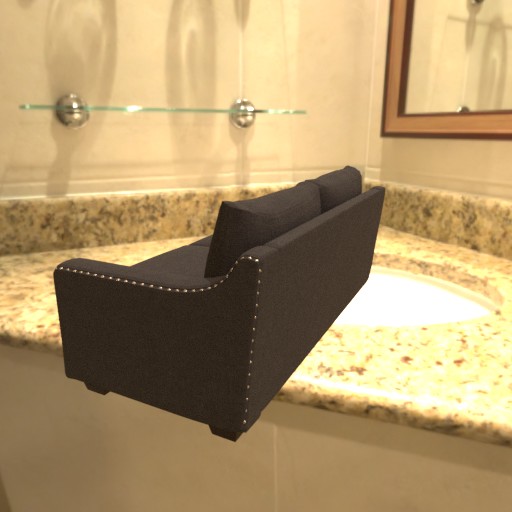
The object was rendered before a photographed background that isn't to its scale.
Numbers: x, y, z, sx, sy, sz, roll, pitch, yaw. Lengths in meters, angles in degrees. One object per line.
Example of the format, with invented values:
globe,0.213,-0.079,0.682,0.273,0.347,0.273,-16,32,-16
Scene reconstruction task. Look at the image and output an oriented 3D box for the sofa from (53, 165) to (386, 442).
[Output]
sofa,0.000,0.000,3.300,1.336,1.196,2.550,8,18,26
